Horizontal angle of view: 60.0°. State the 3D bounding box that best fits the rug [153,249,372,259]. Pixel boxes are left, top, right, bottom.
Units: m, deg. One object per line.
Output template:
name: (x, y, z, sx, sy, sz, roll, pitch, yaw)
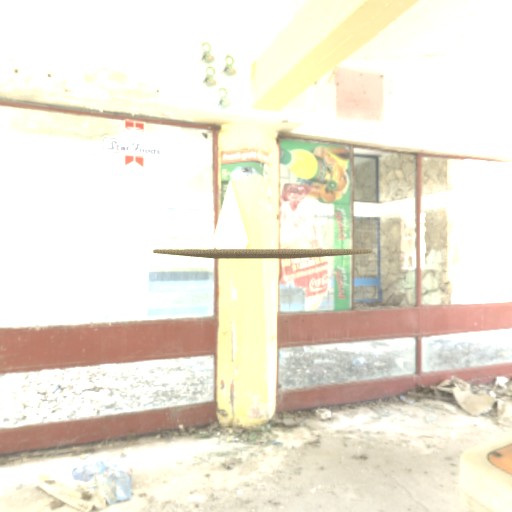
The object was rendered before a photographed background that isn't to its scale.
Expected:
rug: (0.000, 0.000, 2.501, 0.678, 0.014, 2.276, 0, -1, -1)
